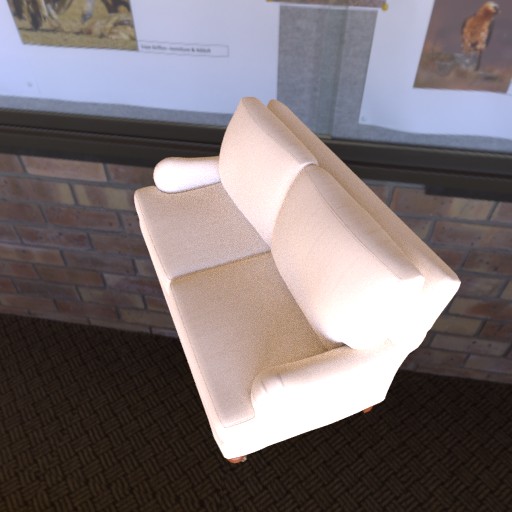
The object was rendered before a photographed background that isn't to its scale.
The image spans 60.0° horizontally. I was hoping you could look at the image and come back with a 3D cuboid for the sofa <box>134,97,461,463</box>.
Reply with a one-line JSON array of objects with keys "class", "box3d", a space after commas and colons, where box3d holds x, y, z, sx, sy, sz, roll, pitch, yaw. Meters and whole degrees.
[{"class": "sofa", "box3d": [0.000, 0.000, 2.540, 1.084, 1.101, 1.853, -16, 47, -16]}]
